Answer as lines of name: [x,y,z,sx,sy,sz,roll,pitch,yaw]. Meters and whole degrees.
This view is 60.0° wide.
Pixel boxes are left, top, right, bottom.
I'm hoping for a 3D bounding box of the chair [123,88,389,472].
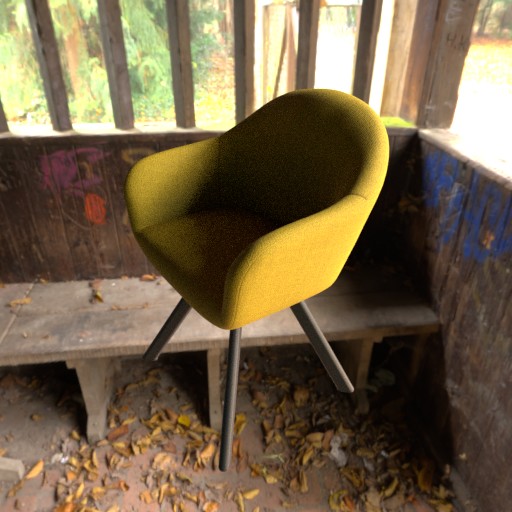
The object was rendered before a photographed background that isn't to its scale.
chair: [0.000,0.000,1.180,0.550,0.795,0.590,-20,35,-30]
